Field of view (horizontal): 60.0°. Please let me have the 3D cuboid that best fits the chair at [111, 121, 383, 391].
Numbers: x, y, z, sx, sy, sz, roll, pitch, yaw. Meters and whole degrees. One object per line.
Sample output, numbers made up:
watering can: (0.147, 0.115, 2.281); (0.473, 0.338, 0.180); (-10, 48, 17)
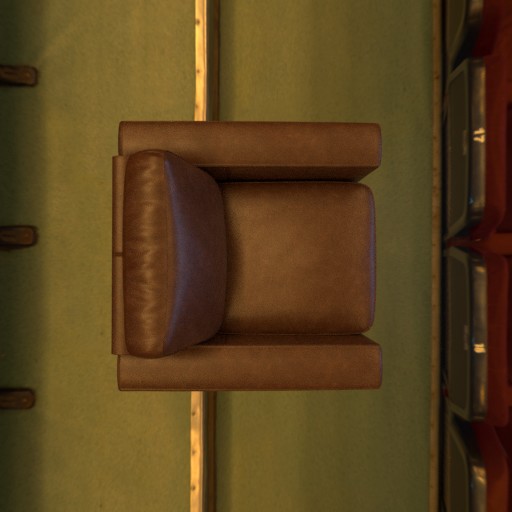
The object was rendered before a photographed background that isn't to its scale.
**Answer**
chair: (0.000, 0.000, 1.760); (1.016, 0.873, 1.005); (0, 89, -2)
